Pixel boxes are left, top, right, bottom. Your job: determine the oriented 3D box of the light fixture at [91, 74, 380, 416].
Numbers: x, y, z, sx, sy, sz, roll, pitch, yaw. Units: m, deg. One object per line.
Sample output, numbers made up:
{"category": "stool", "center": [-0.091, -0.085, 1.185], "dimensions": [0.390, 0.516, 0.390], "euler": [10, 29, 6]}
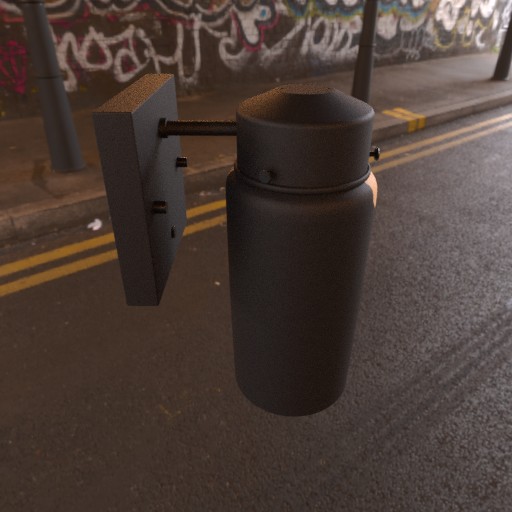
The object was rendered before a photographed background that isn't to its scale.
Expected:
{"category": "light fixture", "center": [0.000, 0.000, 0.358], "dimensions": [0.176, 0.257, 0.130], "euler": [0, 31, 1]}
